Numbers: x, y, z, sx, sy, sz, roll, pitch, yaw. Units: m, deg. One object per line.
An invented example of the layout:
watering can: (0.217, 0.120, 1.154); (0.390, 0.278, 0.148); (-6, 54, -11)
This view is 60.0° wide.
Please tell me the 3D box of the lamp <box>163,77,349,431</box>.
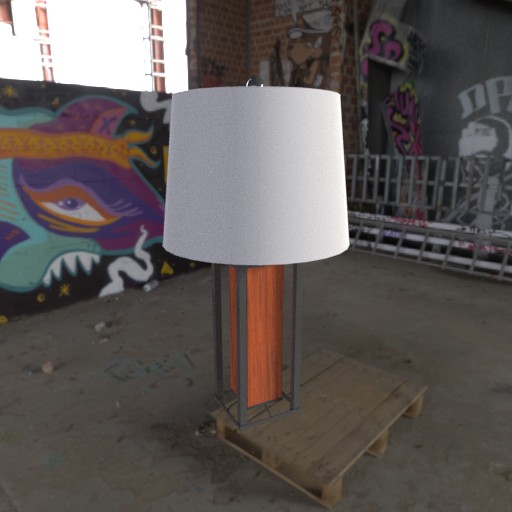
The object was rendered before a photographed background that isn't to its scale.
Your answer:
lamp: (0.000, 0.000, 0.782); (0.320, 0.591, 0.320); (0, 14, 0)
